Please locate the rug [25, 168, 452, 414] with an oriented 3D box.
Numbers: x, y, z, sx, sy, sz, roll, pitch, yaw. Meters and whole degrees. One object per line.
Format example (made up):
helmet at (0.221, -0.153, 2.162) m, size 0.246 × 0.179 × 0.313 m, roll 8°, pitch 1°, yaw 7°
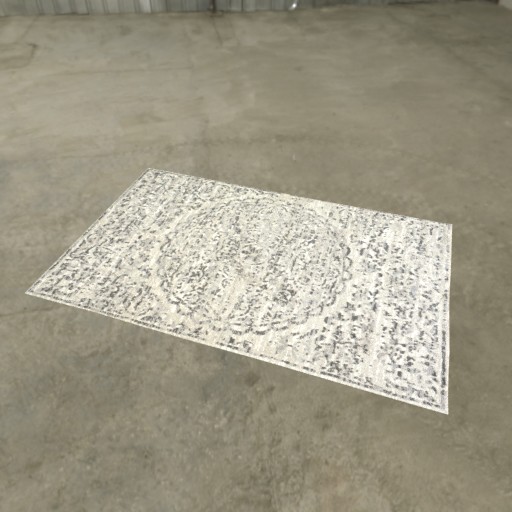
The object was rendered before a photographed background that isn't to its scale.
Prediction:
rug at (0.000, 0.000, 2.931) m, size 2.447 × 0.021 × 1.527 m, roll 13°, pitch 44°, yaw 14°
